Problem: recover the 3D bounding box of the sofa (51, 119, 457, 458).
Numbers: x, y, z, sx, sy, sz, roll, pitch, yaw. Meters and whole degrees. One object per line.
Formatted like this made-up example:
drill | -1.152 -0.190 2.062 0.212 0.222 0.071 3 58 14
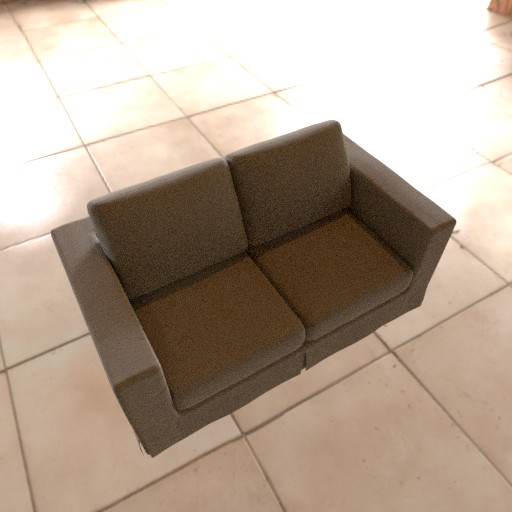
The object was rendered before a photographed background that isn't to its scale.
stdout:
sofa | 0.000 0.000 2.360 1.813 0.932 1.009 -24 52 -20
